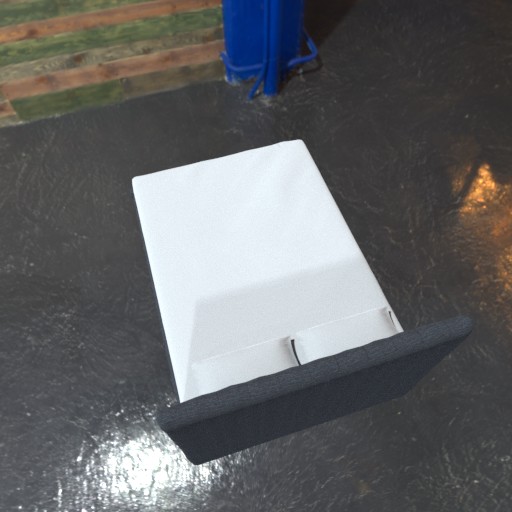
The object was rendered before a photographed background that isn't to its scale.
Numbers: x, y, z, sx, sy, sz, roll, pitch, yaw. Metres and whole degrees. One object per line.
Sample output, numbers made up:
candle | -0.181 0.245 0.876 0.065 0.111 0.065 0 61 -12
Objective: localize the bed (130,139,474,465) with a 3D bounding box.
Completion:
bed | 0.000 0.000 3.357 1.698 1.427 2.387 -15 60 -9
